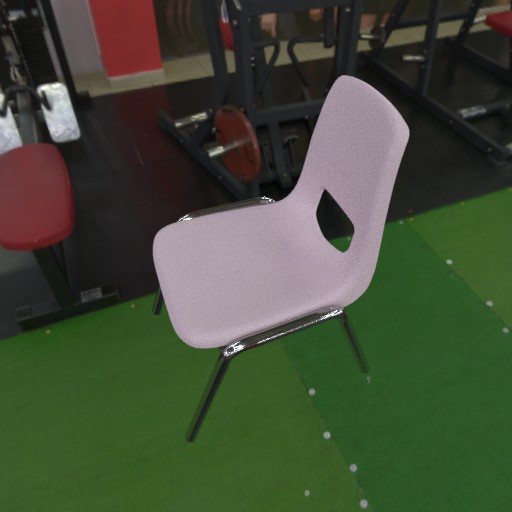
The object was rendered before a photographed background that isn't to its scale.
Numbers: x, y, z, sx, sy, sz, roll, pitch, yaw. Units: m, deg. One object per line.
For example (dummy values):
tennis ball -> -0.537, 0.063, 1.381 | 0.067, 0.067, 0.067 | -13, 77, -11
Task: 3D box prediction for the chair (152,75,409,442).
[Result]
chair -> 0.000, 0.000, 0.835 | 0.423, 0.586, 0.354 | -15, 48, -14
